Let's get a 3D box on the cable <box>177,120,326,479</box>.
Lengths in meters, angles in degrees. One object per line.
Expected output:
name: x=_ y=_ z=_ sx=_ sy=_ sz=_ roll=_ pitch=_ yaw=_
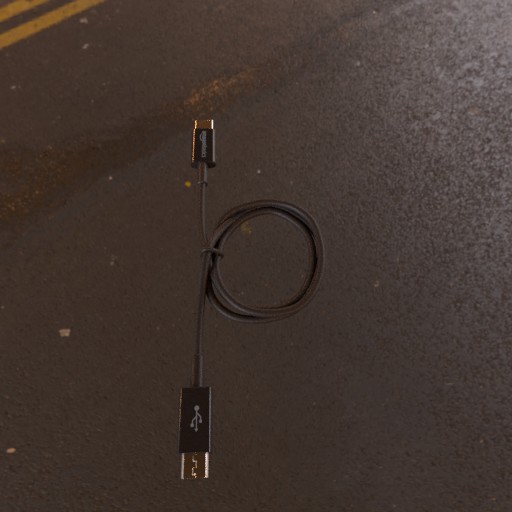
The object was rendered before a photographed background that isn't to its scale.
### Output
cable: x=0.000 y=0.000 z=0.216 sx=0.070 sy=0.014 sz=0.192 roll=-2 pitch=60 yaw=-1
